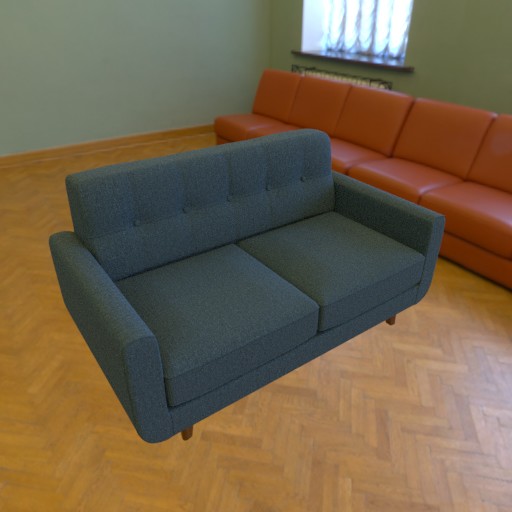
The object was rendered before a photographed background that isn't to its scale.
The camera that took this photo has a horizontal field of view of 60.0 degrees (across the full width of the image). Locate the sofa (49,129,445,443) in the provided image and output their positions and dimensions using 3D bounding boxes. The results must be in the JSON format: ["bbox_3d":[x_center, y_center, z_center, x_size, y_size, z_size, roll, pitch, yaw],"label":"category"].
[{"bbox_3d":[0.000,0.000,2.147,1.651,0.896,0.942,-20,35,-30],"label":"sofa"}]
